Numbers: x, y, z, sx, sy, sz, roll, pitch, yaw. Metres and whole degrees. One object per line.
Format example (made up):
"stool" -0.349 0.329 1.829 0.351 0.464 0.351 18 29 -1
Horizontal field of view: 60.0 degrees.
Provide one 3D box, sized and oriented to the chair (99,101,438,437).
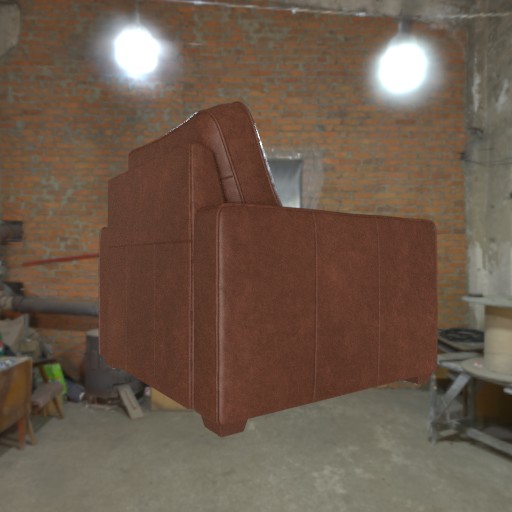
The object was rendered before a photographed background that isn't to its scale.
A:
"chair" 0.000 0.000 1.734 0.940 0.919 1.017 0 -1 -35
